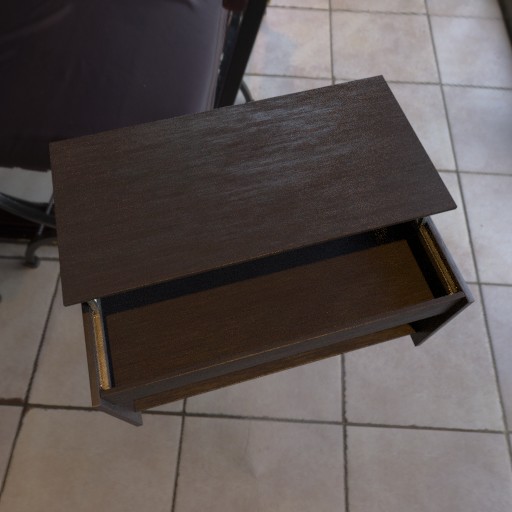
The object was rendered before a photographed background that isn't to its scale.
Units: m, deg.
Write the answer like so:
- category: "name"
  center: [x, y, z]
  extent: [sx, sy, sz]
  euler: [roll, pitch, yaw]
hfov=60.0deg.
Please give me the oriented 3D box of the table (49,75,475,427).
- category: "table"
  center: [0.000, 0.000, 1.395]
  extent: [1.000, 0.570, 0.712]
  euler: [-14, 64, -7]
